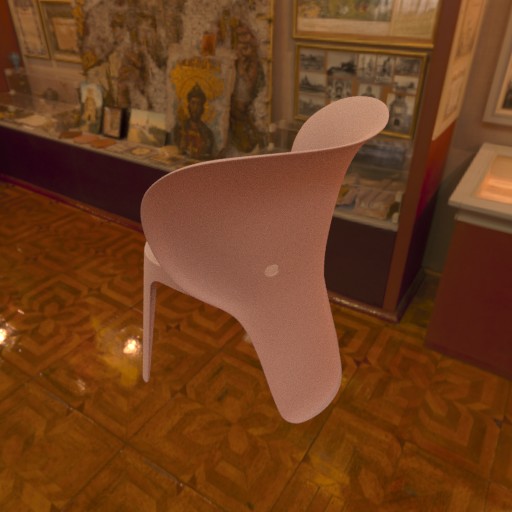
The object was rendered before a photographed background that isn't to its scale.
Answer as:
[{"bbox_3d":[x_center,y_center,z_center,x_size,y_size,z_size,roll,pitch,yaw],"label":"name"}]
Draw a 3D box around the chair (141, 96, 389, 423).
[{"bbox_3d":[0.000,0.000,0.851,0.402,0.554,0.451,21,38,29],"label":"chair"}]
